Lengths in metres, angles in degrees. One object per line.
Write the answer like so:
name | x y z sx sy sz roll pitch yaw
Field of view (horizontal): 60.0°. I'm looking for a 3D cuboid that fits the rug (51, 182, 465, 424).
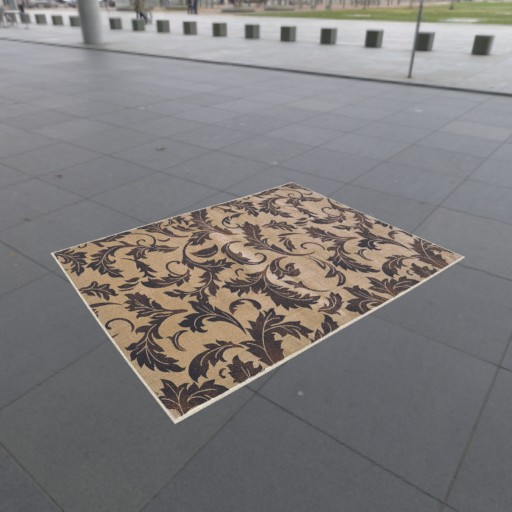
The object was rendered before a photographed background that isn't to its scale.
rug | 0.000 0.000 4.037 2.977 0.008 2.380 -21 37 -32
